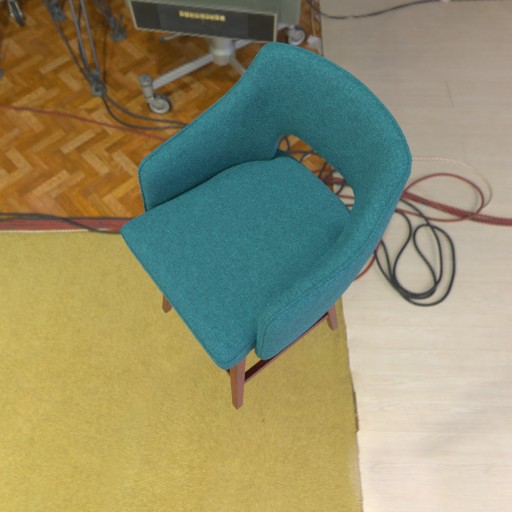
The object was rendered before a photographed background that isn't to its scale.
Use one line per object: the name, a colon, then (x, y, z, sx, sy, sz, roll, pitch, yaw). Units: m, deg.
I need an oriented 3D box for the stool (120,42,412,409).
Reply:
stool: (0.000, 0.000, 1.259, 0.556, 0.961, 0.548, -35, 68, -16)
